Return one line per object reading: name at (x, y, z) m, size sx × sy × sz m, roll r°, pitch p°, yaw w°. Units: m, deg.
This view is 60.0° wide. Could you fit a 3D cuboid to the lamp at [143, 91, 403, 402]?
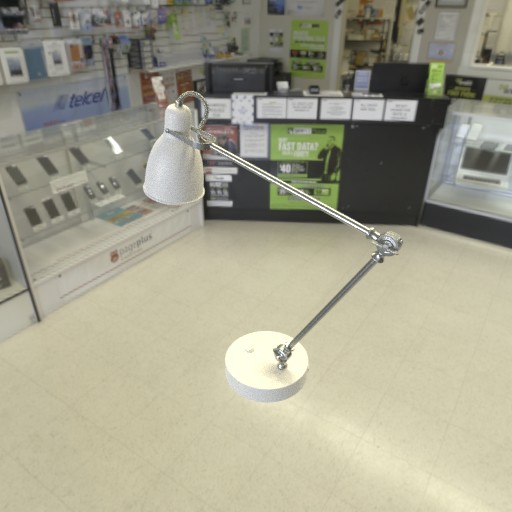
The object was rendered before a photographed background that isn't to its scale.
lamp at (0.000, 0.000, 0.881) m, size 0.561 × 0.587 × 0.187 m, roll 20°, pitch 36°, yaw 31°
